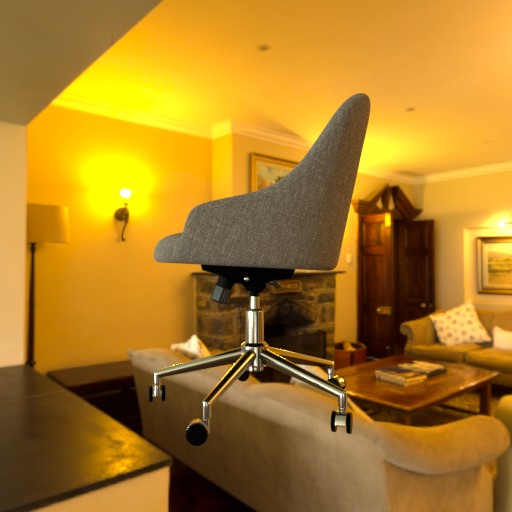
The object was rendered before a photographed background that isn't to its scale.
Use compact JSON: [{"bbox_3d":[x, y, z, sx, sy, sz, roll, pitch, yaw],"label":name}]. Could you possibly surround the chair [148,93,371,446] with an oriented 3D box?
[{"bbox_3d":[0.000,0.000,1.434,0.712,0.950,0.671,0,-1,0],"label":"chair"}]
